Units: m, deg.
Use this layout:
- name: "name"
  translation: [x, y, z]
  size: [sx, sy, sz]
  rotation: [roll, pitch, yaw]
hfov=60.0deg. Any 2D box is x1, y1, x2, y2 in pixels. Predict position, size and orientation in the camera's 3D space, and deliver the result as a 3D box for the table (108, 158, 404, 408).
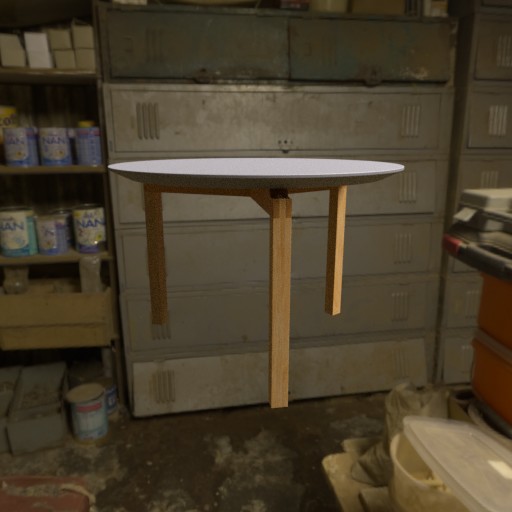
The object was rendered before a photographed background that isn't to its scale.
- name: "table"
  translation: [0.000, 0.000, 0.994]
  size: [0.600, 0.405, 0.600]
  rotation: [0, 15, 0]
